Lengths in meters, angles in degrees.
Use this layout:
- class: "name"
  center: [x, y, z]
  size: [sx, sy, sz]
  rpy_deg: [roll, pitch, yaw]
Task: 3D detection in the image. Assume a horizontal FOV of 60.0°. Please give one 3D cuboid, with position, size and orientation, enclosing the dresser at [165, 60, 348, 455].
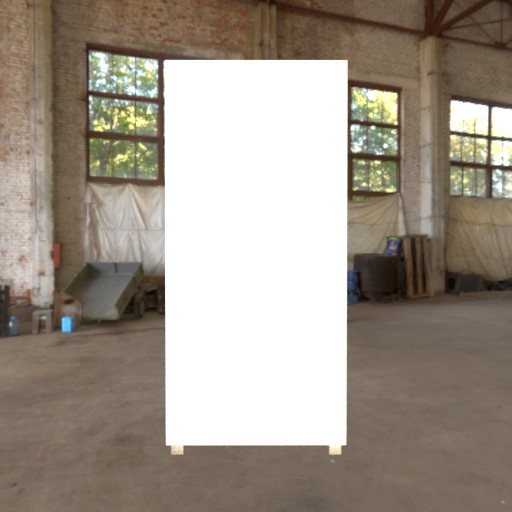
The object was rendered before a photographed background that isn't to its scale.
- class: "dresser"
  center: [0.000, 0.000, 1.668]
  size: [0.460, 1.000, 1.100]
  rpy_deg: [0, 1, 0]
